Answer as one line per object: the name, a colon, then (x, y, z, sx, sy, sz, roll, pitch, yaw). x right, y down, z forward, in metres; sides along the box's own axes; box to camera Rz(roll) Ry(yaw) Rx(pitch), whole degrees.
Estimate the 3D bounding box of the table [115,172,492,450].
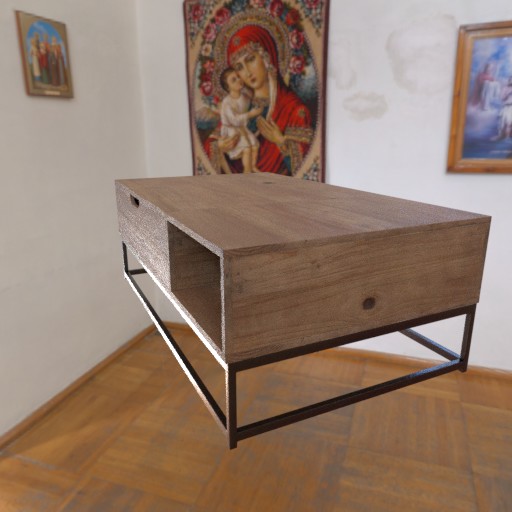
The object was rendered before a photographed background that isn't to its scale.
table: (0.000, 0.000, 1.392, 0.655, 0.395, 1.101, -8, 18, -25)
